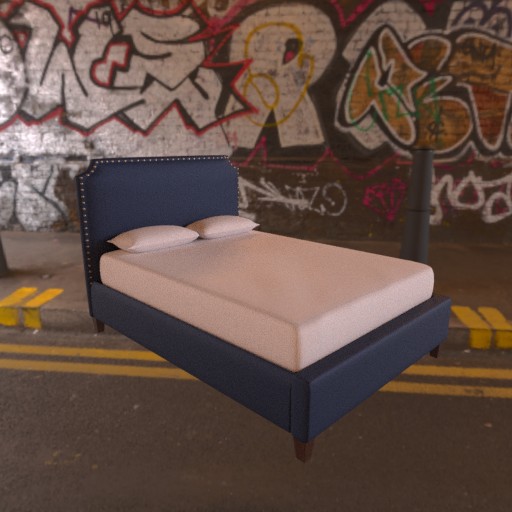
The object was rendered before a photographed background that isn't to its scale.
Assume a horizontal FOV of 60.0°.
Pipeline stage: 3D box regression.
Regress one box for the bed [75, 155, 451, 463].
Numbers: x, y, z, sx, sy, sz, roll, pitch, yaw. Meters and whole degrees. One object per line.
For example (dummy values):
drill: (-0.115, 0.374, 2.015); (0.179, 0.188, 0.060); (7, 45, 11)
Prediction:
bed: (0.000, 0.000, 3.396); (2.372, 1.443, 1.712); (14, 20, 43)
